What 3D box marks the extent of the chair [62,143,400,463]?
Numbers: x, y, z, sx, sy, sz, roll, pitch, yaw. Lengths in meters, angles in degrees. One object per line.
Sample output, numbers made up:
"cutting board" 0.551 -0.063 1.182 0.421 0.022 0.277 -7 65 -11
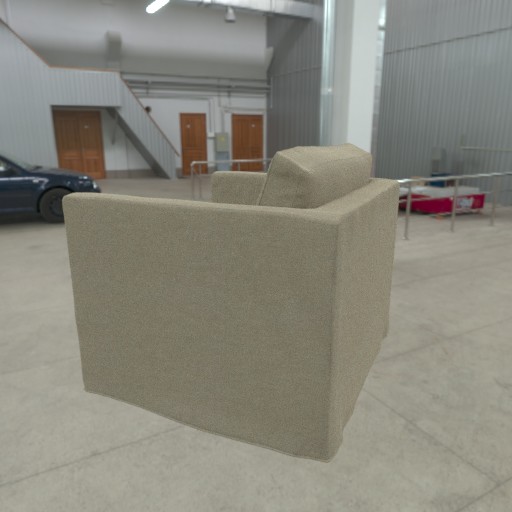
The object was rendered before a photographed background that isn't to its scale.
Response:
"chair" 0.000 0.000 1.753 0.949 0.863 1.057 7 17 24
